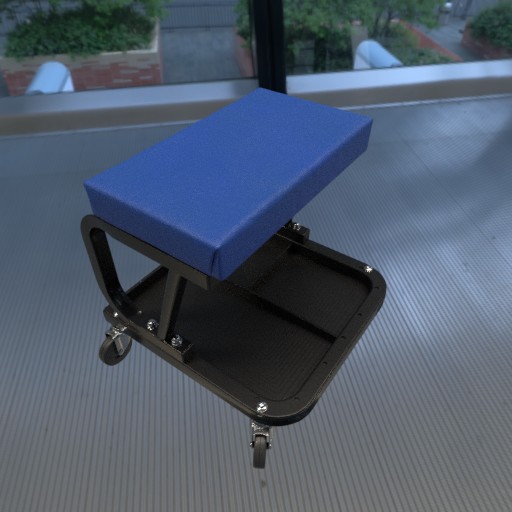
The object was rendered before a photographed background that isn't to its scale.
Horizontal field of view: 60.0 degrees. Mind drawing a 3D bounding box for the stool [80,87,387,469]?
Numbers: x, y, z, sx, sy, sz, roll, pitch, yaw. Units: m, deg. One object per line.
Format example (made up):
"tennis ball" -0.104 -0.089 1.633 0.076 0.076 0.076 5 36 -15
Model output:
"stool" 0.000 0.000 0.711 0.371 0.380 0.446 26 48 26
